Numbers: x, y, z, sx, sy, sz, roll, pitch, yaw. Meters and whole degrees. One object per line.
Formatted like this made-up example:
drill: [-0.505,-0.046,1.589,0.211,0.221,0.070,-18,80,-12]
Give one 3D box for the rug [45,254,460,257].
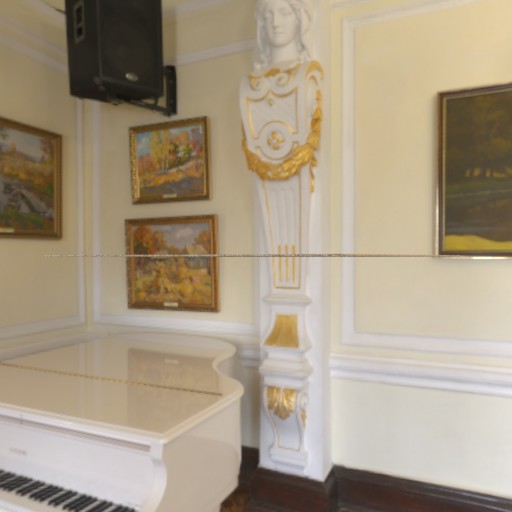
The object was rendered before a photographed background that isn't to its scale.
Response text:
rug: [0.000,0.000,4.159,3.034,0.012,2.471,0,0,37]
